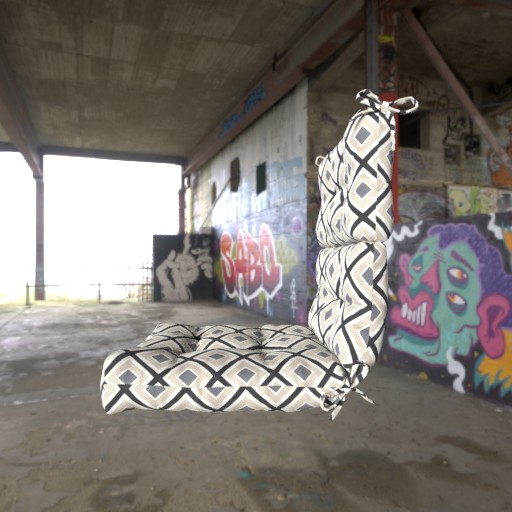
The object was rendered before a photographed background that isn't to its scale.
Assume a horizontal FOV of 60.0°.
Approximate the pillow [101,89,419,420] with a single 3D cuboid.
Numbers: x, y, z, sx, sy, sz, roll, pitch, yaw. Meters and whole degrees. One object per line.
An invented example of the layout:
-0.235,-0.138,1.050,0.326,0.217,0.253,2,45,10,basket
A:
0.000,0.000,1.011,0.571,0.605,0.519,0,-1,-1,pillow
